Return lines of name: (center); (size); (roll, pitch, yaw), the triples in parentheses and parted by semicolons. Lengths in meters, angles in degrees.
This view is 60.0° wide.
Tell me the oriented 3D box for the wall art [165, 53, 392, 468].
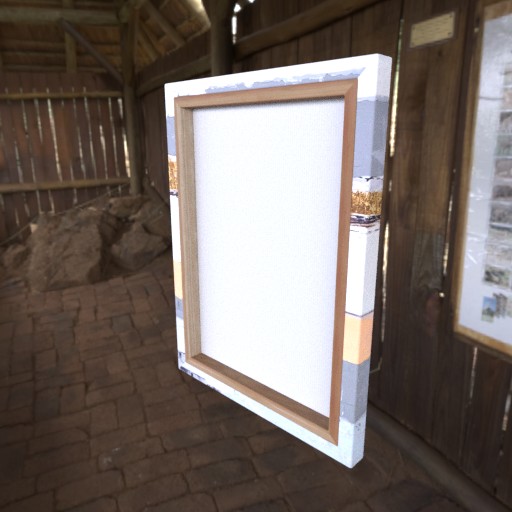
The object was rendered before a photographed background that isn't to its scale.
wall art: (0.000, 0.000, 0.791); (0.456, 0.609, 0.038); (14, 20, 42)
